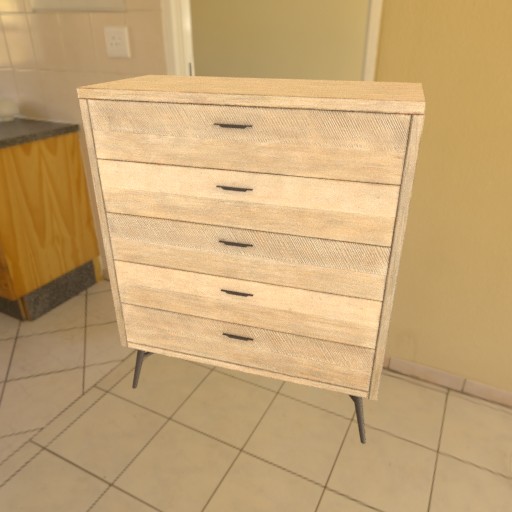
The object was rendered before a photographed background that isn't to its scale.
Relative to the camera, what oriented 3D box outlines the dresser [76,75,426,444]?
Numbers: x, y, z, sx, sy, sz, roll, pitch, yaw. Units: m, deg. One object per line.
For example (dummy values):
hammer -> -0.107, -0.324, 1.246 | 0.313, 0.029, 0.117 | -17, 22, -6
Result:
dresser -> 0.000, 0.000, 1.687 | 1.016, 1.219, 0.457 | 8, 28, 15
